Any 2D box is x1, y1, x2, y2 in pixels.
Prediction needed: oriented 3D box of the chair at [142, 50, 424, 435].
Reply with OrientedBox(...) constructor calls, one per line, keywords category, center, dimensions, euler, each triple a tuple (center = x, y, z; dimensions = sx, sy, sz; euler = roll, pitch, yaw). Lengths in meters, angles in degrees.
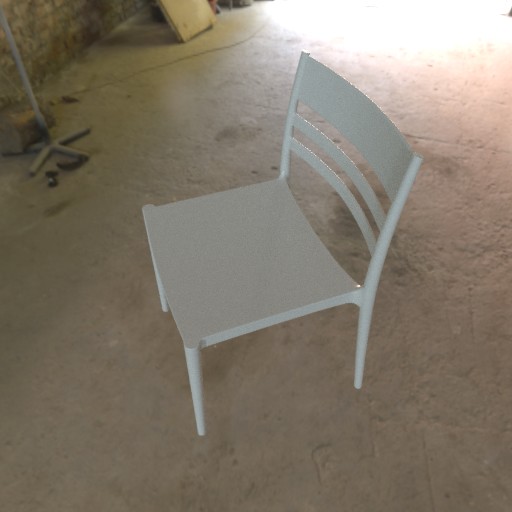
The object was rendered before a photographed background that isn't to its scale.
OrientedBox(category="chair", center=(0.000, 0.000, 1.137), dimensions=(0.511, 0.800, 0.531), euler=(-15, 49, -14))
